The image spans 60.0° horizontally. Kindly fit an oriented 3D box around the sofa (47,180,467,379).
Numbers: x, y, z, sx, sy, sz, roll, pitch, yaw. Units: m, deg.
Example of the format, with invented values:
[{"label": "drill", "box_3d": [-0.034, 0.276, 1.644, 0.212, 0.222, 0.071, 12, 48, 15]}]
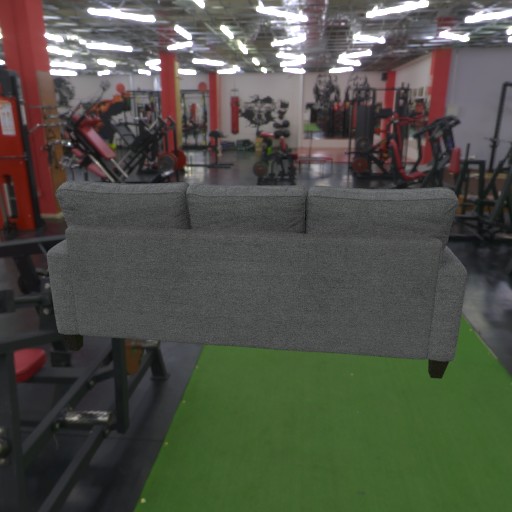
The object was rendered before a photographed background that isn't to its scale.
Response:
[{"label": "sofa", "box_3d": [0.000, 0.000, 2.671, 2.158, 0.965, 0.951, 2, 18, 8]}]
